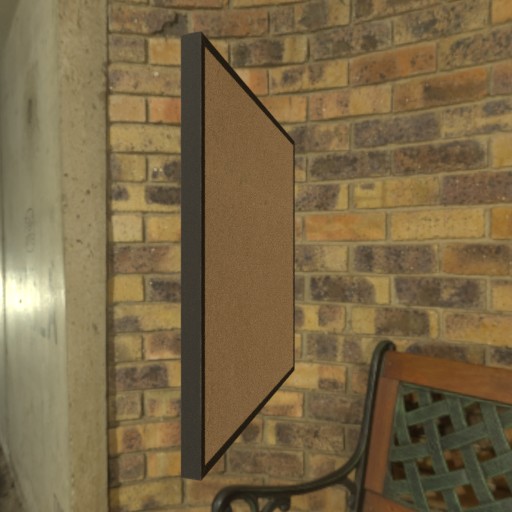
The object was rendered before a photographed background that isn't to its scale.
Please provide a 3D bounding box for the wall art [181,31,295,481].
[{"bbox_3d":[0.000,0.000,1.120,0.038,0.762,0.762,0,0,17],"label":"wall art"}]
